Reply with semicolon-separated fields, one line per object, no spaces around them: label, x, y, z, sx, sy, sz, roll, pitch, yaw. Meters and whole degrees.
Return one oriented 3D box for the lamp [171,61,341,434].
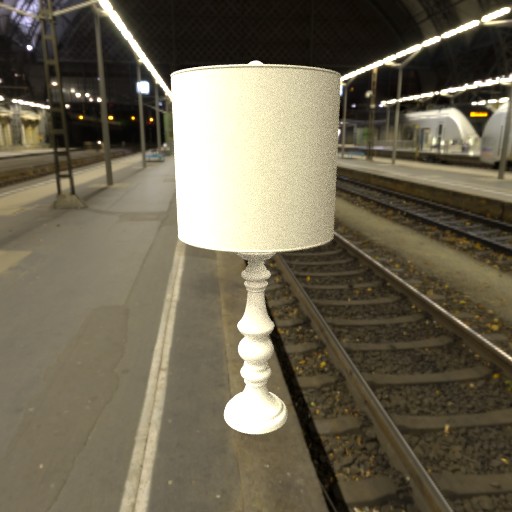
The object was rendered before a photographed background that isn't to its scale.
lamp;0.000;0.000;0.733;0.250;0.597;0.250;-8;17;-27
